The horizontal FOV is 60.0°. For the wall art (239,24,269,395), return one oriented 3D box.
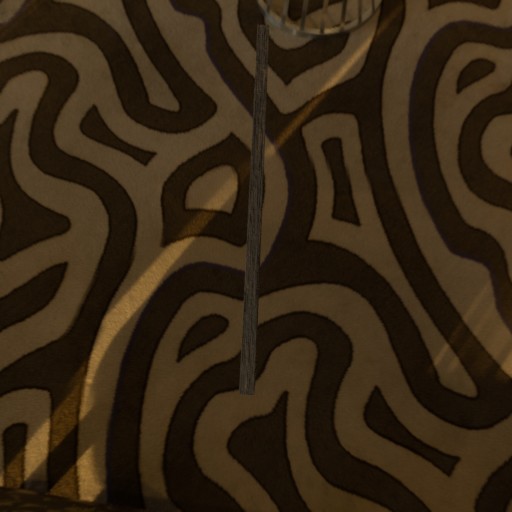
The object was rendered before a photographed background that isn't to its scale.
[{"bbox_3d":[0.000,0.000,1.426,0.029,1.066,0.812,2,75,1],"label":"wall art"}]
